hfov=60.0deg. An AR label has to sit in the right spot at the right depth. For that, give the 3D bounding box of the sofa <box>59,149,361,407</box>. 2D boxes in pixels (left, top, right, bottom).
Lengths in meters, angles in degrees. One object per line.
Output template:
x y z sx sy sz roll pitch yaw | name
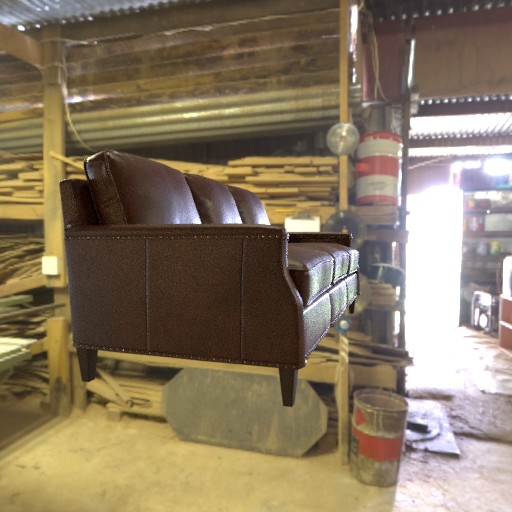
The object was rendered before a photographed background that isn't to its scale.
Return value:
0.000 0.000 2.752 1.084 1.003 2.240 1 2 18 | sofa
